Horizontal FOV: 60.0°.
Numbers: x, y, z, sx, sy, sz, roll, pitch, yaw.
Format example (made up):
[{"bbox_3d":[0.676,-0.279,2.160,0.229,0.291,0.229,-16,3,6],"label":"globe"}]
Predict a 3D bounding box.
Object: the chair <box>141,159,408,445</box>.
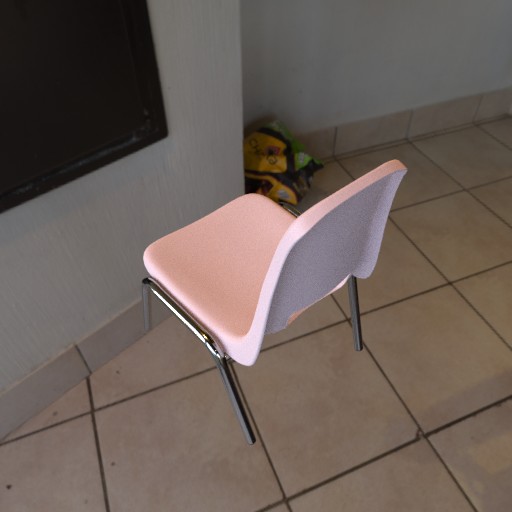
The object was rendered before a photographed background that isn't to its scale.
[{"bbox_3d":[0.000,0.000,0.803,0.354,0.536,0.385,-32,54,-27],"label":"chair"}]
